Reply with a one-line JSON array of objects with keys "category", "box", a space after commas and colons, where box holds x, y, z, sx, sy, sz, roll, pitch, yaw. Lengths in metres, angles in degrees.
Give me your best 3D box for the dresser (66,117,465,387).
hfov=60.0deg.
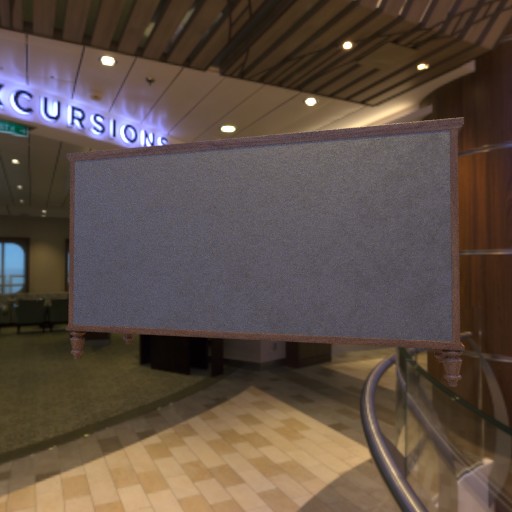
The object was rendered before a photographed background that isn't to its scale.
[{"category": "dresser", "box": [0.000, 0.000, 1.909, 1.583, 0.892, 0.468, 0, -2, 17]}]
